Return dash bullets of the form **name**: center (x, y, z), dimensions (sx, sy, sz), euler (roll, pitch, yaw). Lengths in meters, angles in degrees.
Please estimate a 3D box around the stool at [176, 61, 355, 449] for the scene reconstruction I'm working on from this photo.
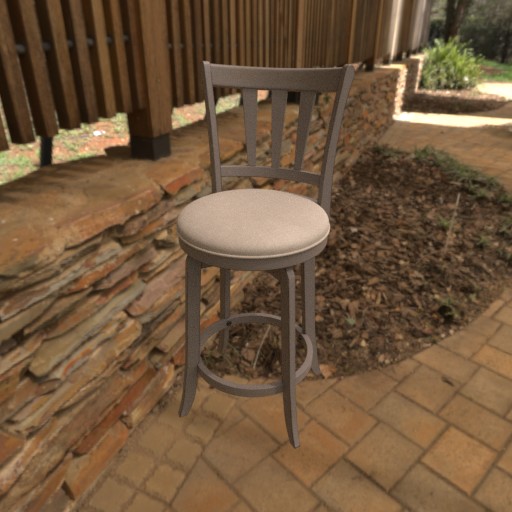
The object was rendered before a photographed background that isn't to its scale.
- **stool**: center (0.000, 0.000, 1.300), dimensions (0.436, 1.023, 0.475), euler (9, 28, 16)
